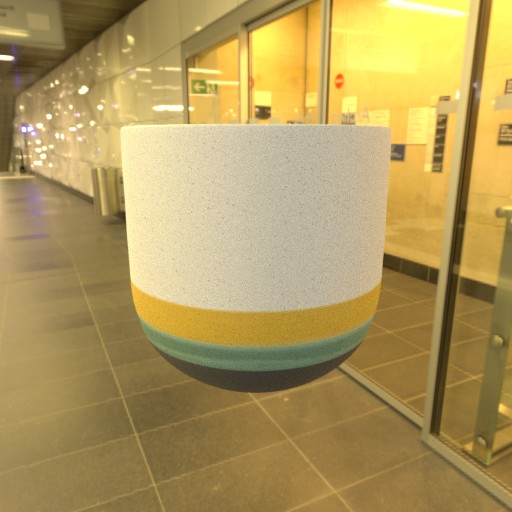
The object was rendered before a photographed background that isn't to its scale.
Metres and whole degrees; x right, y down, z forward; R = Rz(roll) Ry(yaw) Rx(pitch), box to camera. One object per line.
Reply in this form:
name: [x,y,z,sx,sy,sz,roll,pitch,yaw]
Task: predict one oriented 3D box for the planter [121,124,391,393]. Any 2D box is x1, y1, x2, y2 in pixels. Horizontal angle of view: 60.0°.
planter: [0.000,0.000,0.487,0.268,0.270,0.268,0,15,0]
